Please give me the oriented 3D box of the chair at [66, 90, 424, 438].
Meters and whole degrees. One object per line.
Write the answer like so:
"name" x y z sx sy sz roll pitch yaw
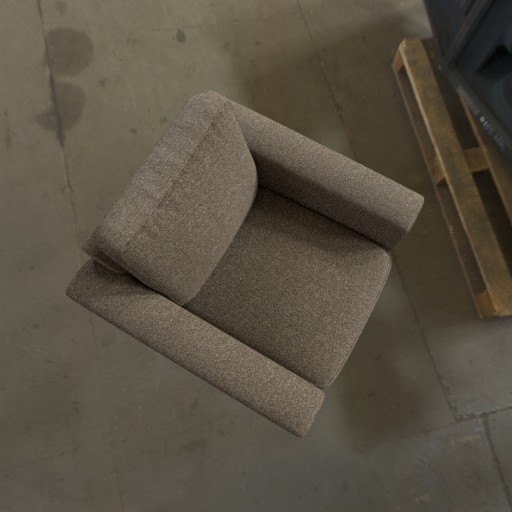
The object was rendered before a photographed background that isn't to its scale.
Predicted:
"chair" 0.000 0.000 1.754 1.016 0.873 1.005 29 76 8
